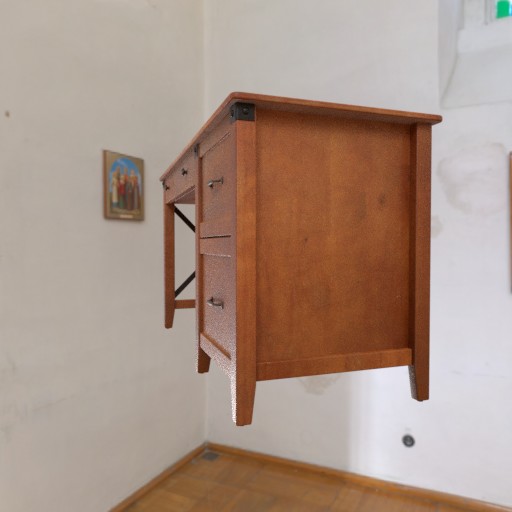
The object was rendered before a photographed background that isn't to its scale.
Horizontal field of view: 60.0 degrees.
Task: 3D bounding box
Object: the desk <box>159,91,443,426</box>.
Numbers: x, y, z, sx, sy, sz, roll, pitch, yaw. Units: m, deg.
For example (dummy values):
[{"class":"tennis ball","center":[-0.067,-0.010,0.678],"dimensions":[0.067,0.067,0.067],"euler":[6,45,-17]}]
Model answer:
[{"class":"desk","center":[0.000,0.000,1.703],"dimensions":[0.574,0.756,1.353],"euler":[0,1,-19]}]
